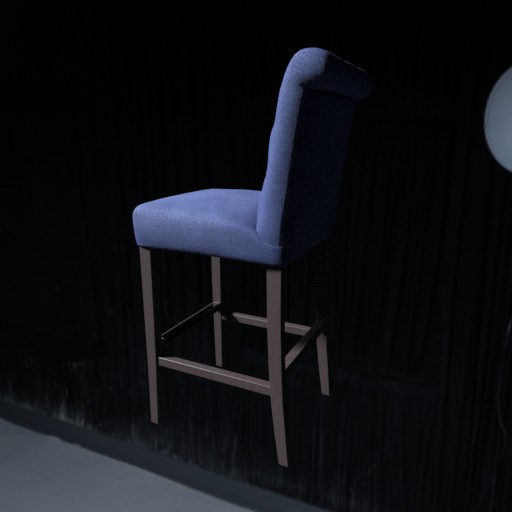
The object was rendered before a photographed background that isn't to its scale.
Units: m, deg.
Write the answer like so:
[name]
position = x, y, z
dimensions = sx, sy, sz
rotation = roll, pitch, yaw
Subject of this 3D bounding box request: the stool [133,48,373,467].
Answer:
[stool]
position = 0.000, 0.000, 1.435
dimensions = 0.601, 1.140, 0.493
rotation = 7, 17, 25
